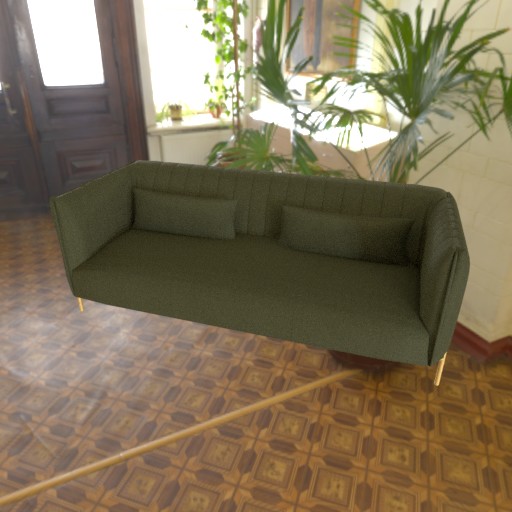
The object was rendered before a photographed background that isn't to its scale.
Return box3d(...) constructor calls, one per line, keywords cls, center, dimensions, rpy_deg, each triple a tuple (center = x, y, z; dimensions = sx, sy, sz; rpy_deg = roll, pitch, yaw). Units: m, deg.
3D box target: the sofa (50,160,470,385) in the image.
box3d(cls="sofa", center=(0.000, 0.000, 2.578), dimensions=(2.137, 0.793, 0.896), rpy_deg=(8, 28, 16))
